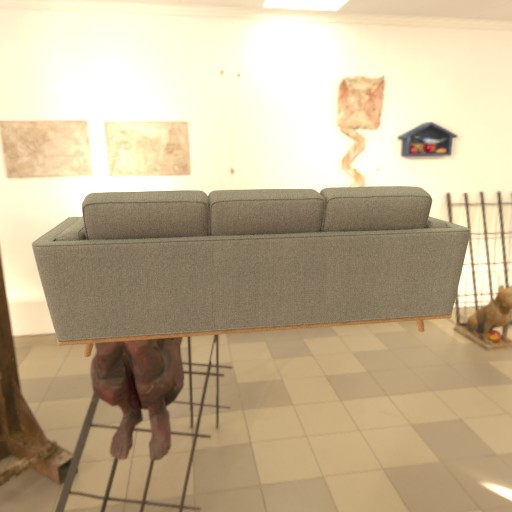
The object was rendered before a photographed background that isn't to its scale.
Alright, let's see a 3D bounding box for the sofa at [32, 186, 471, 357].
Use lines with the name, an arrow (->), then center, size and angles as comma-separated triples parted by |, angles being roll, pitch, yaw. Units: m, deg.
sofa -> 0.000, 0.000, 2.774 | 2.362, 0.899, 0.903 | -2, 15, -9
